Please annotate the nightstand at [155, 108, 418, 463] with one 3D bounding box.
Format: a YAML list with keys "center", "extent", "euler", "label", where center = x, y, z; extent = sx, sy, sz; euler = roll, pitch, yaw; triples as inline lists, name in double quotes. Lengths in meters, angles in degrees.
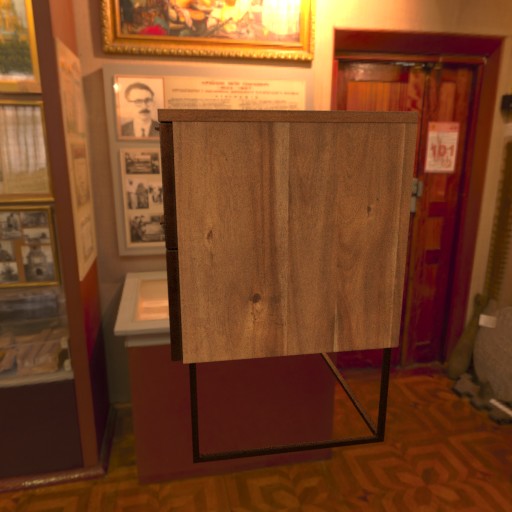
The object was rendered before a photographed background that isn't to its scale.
- center: [0.000, 0.000, 1.038]
  extent: [0.427, 0.611, 0.605]
  euler: [-2, 15, -9]
  label: "nightstand"
